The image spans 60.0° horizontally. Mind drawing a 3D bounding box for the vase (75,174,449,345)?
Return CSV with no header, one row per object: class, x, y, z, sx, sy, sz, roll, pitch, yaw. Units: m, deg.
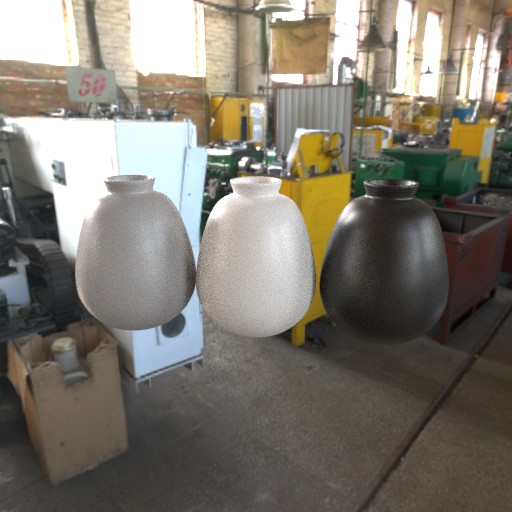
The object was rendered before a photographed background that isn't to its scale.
vase,0.000,0.000,0.356,0.297,0.122,0.097,2,18,6
